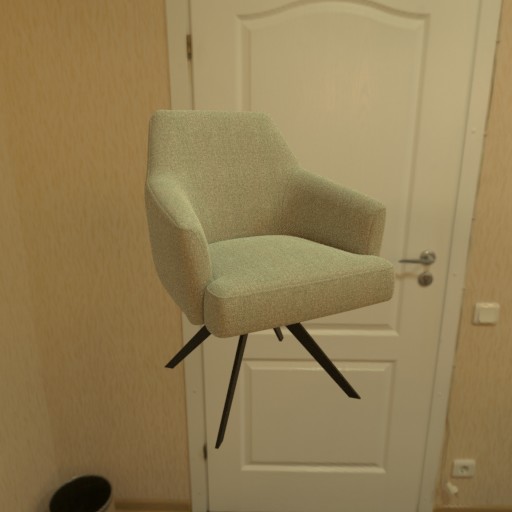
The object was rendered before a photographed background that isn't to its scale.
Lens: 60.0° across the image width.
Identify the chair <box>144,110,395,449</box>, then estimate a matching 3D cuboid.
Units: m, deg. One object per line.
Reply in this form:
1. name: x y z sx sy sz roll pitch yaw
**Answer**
1. chair: 0.000 0.000 1.369 0.642 0.874 0.677 -8 18 -26
